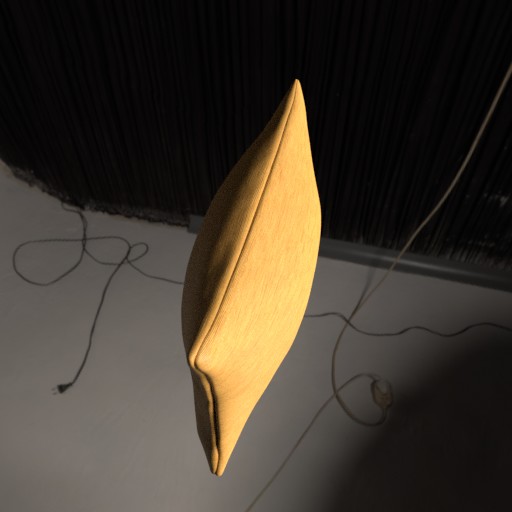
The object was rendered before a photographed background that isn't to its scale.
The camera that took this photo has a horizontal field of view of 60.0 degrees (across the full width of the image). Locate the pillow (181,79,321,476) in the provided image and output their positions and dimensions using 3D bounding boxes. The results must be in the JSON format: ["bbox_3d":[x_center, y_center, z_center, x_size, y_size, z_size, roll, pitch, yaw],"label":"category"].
[{"bbox_3d":[0.000,0.000,0.780,0.210,0.354,0.634,10,48,9],"label":"pillow"}]
